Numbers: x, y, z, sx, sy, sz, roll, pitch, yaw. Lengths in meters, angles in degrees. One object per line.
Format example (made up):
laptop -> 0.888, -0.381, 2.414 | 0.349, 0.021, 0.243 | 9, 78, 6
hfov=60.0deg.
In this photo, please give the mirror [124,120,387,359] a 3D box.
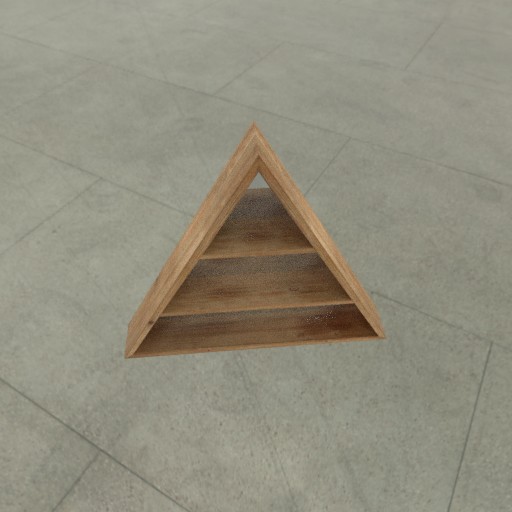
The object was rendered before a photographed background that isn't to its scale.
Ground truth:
mirror -> 0.000, 0.000, 0.892 | 0.631, 0.548, 0.100 | -4, 47, -3
